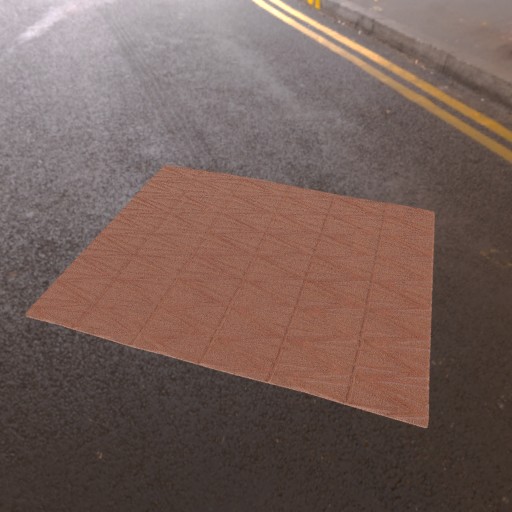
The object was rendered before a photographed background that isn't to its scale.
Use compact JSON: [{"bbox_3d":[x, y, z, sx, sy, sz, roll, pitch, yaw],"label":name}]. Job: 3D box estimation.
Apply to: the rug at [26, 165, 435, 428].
[{"bbox_3d":[0.000,0.000,3.996,3.052,0.043,2.453,12,43,13],"label":"rug"}]
